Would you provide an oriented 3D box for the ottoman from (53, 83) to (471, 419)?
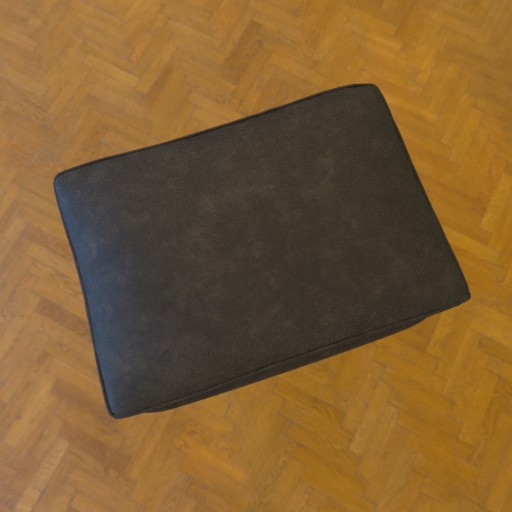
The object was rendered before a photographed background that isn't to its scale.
[{"bbox_3d":[0.000,0.000,0.957,0.665,0.413,0.501,-18,77,-4],"label":"ottoman"}]
